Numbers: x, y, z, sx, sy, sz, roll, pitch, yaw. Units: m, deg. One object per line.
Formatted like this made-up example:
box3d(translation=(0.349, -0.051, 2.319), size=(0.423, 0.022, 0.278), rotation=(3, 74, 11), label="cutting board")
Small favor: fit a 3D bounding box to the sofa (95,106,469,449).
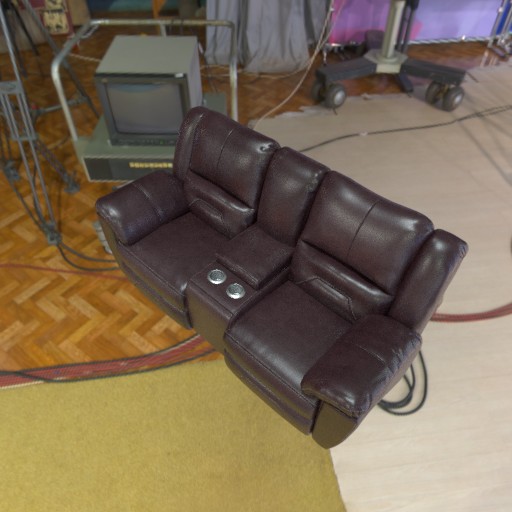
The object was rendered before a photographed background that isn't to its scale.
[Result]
box3d(translation=(0.000, 0.000, 2.651), size=(2.058, 1.043, 0.991), rotation=(35, 56, 28), label="sofa")
